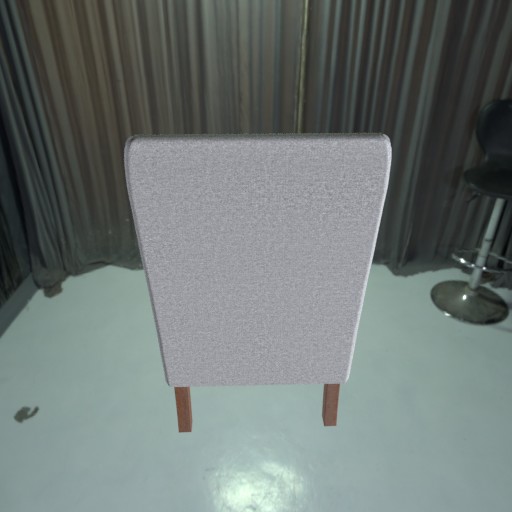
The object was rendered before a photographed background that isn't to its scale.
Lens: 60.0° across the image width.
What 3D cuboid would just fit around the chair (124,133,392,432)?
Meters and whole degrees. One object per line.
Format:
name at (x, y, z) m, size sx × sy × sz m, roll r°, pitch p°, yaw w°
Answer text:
chair at (0.000, 0.000, 1.182) m, size 0.513 × 0.804 × 0.592 m, roll -1°, pitch 31°, yaw -2°
